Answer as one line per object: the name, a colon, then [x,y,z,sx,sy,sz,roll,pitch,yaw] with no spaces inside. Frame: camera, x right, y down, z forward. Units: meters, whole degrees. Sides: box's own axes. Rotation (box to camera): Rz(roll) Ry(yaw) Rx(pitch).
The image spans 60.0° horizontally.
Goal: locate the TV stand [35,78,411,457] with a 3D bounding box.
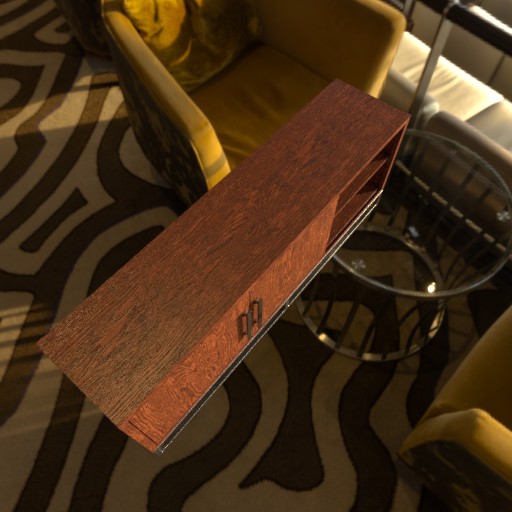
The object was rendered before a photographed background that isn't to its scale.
TV stand: [0.000,0.000,1.769,0.382,0.578,1.541,35,65,19]
